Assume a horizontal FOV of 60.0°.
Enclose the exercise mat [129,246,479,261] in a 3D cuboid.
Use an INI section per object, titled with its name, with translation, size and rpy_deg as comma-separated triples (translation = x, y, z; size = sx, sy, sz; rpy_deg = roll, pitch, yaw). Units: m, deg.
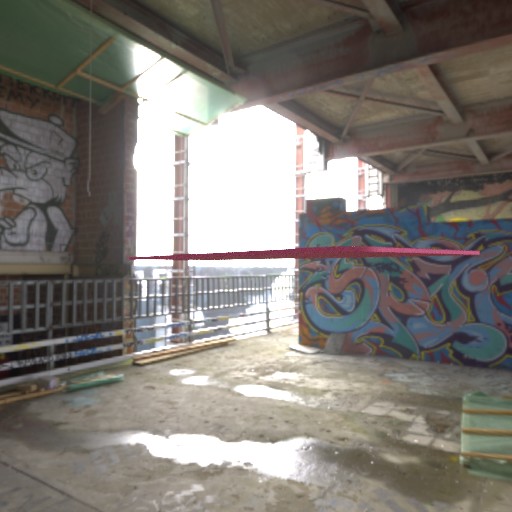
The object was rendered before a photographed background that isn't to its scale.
[exercise mat]
translation = 0.000, 0.000, 2.124
size = 0.616, 0.021, 1.884
rpy_deg = 1, -2, -35
